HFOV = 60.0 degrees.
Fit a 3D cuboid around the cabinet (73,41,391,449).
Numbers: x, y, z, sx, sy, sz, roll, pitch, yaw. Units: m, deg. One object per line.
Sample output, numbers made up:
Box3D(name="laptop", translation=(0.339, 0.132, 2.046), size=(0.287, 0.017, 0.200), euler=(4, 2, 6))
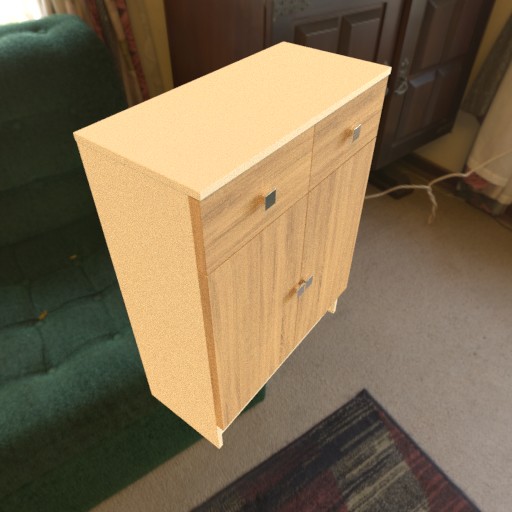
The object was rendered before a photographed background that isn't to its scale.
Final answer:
Box3D(name="cabinet", translation=(0.000, 0.000, 1.111), size=(0.296, 0.815, 0.600), euler=(28, 49, 27))
